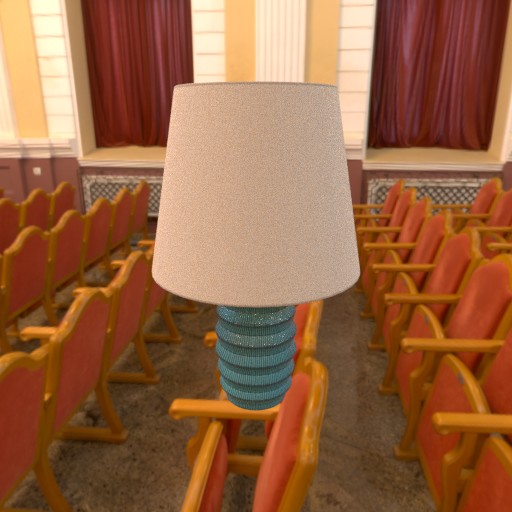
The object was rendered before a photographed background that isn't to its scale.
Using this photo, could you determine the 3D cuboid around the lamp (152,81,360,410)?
[{"bbox_3d":[0.000,0.000,0.551,0.254,0.392,0.254,0,18,0],"label":"lamp"}]
